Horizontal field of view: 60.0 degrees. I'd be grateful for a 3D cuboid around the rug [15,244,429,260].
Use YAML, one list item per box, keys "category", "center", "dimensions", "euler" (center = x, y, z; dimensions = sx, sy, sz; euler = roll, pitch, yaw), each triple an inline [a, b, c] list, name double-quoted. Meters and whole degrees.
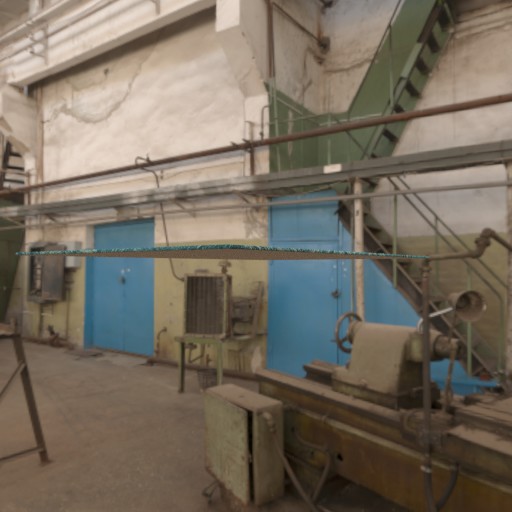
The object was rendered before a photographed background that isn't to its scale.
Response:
- category: "rug"
  center: [0.000, 0.000, 2.813]
  dimensions: [1.490, 0.015, 2.277]
  euler: [-1, -2, 37]
